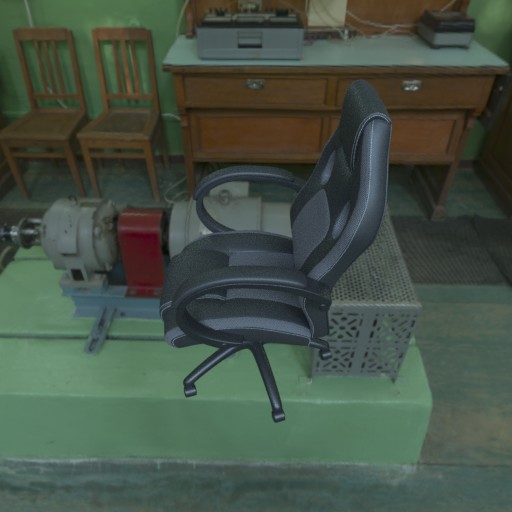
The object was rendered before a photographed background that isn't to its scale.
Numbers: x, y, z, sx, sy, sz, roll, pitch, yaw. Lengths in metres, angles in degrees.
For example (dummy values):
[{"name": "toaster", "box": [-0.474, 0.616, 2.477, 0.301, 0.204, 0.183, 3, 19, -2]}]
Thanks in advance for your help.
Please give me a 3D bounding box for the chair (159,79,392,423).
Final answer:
[{"name": "chair", "box": [0.000, 0.000, 1.618, 0.724, 1.187, 0.673, 0, 41, 0]}]
